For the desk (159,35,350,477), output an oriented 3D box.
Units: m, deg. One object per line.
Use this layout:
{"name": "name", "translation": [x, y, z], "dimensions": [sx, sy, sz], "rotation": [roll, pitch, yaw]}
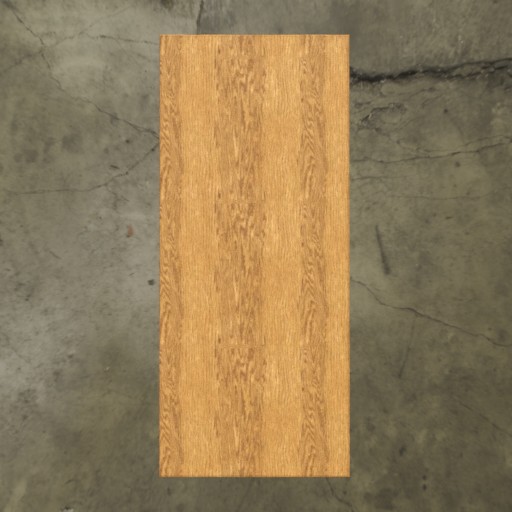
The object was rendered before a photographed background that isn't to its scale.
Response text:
{"name": "desk", "translation": [0.000, 0.000, 1.941], "dimensions": [0.685, 0.751, 1.567], "rotation": [0, 90, 0]}
